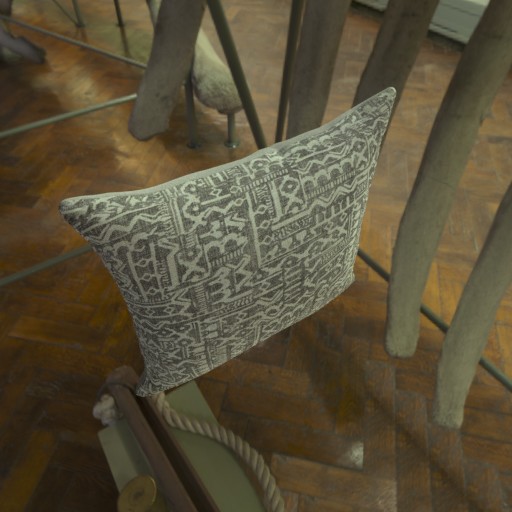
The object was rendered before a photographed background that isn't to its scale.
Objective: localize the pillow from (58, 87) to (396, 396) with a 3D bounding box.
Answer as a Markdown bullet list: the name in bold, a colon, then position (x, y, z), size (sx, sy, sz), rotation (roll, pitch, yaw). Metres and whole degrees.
- **pillow**: position (0.000, 0.000, 0.784), size (0.546, 0.487, 0.180), rotation (-25, 52, -22)
